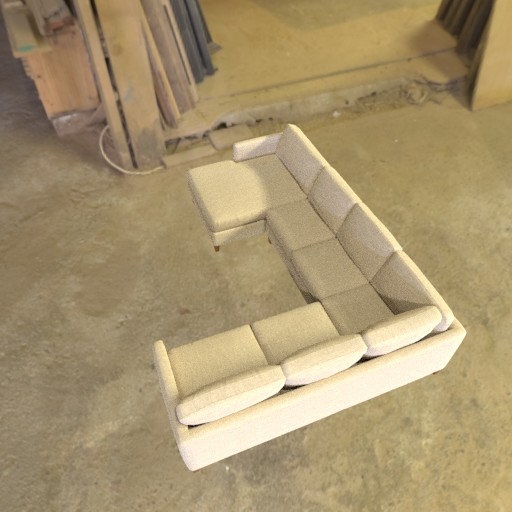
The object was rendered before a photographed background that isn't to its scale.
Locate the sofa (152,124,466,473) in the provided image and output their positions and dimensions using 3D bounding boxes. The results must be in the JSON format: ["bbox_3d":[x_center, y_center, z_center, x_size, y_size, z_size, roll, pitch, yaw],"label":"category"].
[{"bbox_3d":[0.000,0.000,4.734,2.594,0.961,3.460,-16,50,-14],"label":"sofa"}]
